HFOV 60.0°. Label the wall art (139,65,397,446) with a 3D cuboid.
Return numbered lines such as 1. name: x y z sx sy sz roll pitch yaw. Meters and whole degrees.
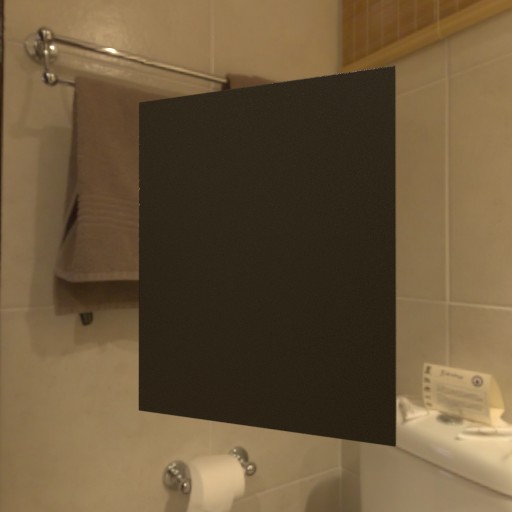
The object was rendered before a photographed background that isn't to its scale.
1. wall art: 0.000 0.000 1.575 0.950 1.194 0.053 0 0 20
